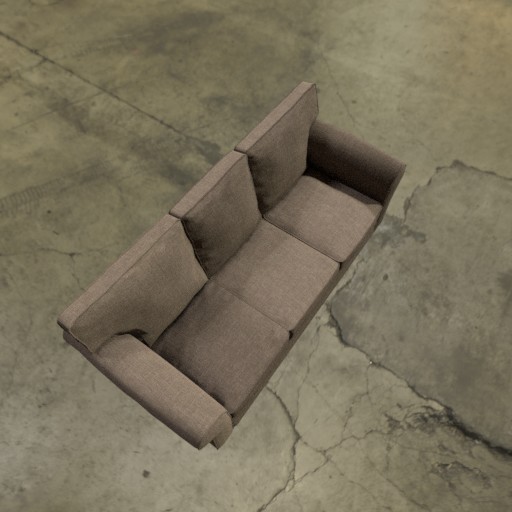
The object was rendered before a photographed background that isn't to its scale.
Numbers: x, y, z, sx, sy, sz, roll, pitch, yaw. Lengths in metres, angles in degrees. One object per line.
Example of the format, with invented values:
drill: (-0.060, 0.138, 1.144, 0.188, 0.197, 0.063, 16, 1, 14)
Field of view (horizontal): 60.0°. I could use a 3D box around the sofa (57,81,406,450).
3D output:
sofa: (0.000, 0.000, 2.637, 0.916, 0.961, 2.084, 32, 64, 18)
